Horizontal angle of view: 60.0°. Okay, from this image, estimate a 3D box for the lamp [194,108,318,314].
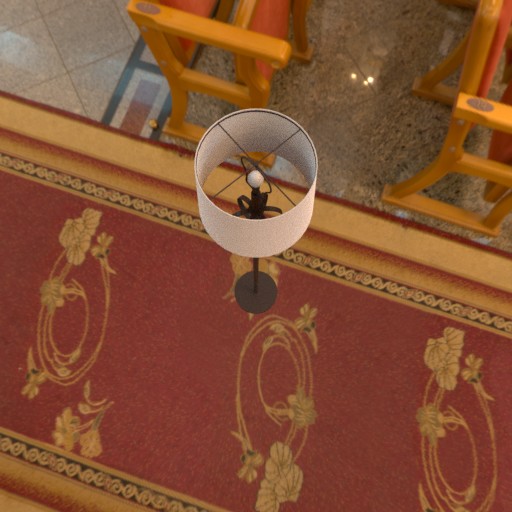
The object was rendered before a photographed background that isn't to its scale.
[{"bbox_3d":[0.000,0.000,1.609,0.286,1.462,0.286,19,76,5],"label":"lamp"}]
